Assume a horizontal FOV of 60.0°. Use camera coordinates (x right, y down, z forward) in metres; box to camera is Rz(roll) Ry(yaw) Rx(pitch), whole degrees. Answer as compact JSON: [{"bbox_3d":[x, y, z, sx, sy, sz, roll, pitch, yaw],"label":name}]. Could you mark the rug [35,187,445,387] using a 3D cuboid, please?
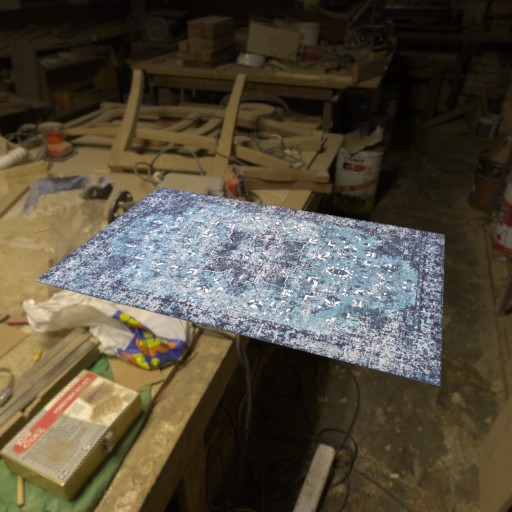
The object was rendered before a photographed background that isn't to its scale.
[{"bbox_3d":[0.000,0.000,3.059,2.440,0.007,1.525,11,35,17],"label":"rug"}]
